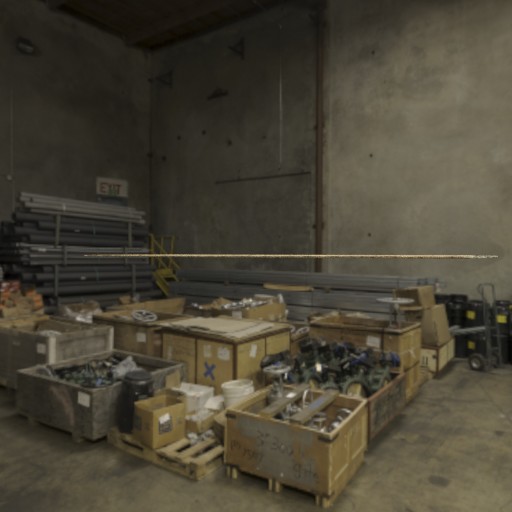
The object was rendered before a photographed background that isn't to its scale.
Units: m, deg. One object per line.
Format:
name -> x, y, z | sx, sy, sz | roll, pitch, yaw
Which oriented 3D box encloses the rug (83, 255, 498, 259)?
rug -> 0.000, 0.000, 2.843 | 2.664, 0.011, 0.762 | 0, 0, 36
